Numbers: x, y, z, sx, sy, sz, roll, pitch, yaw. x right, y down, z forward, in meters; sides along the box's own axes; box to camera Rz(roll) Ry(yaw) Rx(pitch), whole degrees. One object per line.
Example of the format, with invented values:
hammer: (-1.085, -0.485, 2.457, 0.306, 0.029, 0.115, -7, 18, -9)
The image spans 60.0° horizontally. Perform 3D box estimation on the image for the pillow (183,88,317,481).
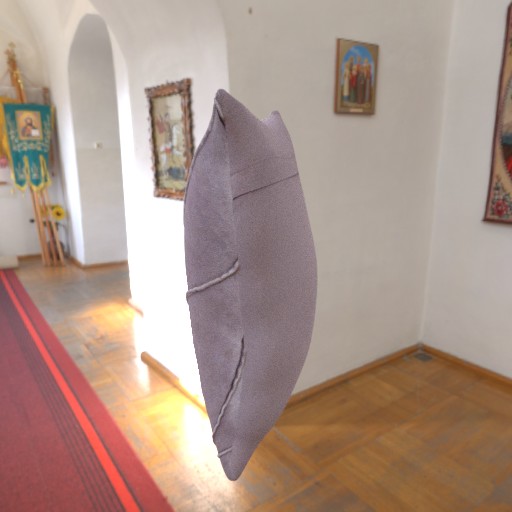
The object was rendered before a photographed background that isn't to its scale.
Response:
pillow: (0.000, 0.000, 0.663, 0.185, 0.440, 0.439, 2, 15, 9)
